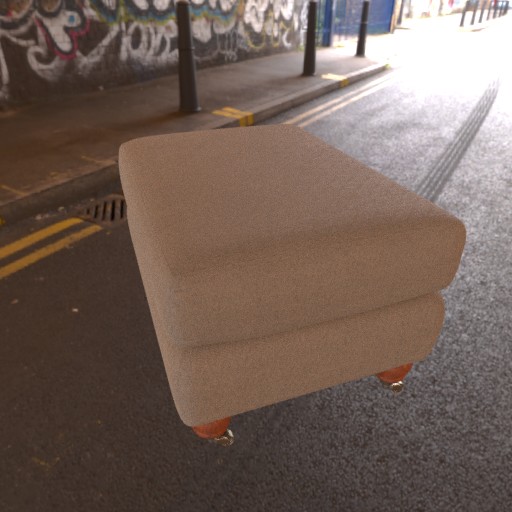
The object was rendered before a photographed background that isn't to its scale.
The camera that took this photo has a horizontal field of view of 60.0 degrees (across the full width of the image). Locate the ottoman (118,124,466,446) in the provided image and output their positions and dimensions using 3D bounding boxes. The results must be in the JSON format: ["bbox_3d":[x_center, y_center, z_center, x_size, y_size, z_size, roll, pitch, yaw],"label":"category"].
[{"bbox_3d":[0.000,0.000,1.112,0.569,0.504,0.773,-10,32,-17],"label":"ottoman"}]
